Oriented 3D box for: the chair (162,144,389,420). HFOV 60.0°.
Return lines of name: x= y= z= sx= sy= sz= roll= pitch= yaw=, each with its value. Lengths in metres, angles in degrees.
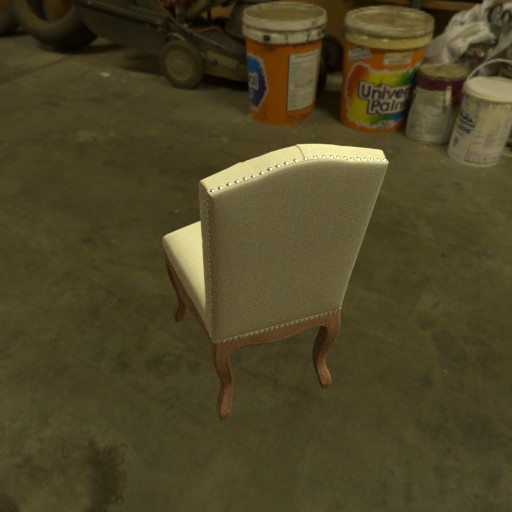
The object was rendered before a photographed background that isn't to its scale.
chair: x=0.000 y=0.000 z=1.623 sx=0.623 sy=1.165 sz=0.715 roll=-12 pitch=42 yaw=-14
